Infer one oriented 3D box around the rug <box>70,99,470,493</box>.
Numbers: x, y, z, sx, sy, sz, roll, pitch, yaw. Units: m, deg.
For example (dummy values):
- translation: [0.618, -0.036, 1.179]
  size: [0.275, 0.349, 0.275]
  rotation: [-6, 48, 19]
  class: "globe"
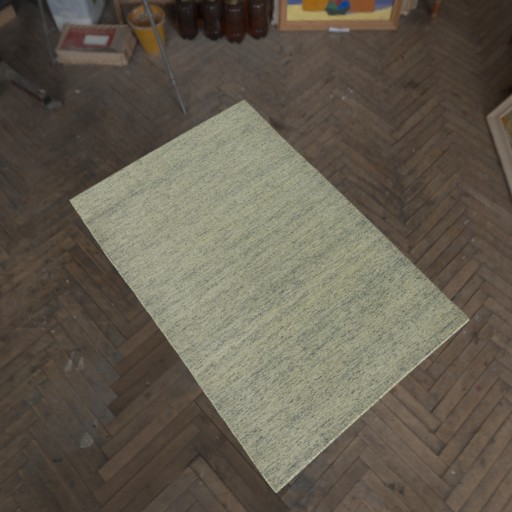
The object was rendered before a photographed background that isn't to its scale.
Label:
- translation: [0.000, 0.000, 2.337]
  size: [1.243, 0.014, 1.846]
  rotation: [-35, 69, -15]
  class: "rug"
